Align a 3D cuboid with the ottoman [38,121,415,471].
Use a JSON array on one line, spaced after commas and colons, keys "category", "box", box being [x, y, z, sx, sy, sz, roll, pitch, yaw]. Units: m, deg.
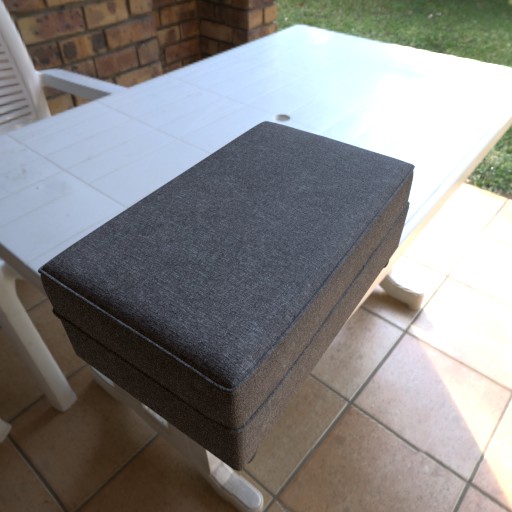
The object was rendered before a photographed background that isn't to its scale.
[{"category": "ottoman", "box": [0.000, 0.000, 1.565, 0.717, 0.487, 1.184, 25, 47, 25]}]
